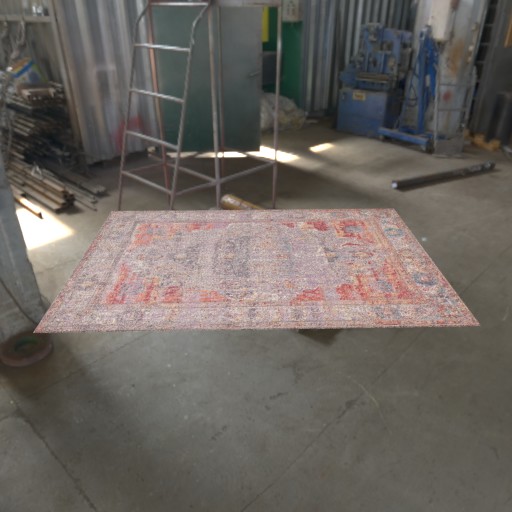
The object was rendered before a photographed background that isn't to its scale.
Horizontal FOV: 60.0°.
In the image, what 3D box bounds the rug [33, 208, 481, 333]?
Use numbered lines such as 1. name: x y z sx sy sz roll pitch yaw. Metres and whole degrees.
1. rug: 0.000 0.000 2.340 1.829 0.005 1.219 -1 29 -1
